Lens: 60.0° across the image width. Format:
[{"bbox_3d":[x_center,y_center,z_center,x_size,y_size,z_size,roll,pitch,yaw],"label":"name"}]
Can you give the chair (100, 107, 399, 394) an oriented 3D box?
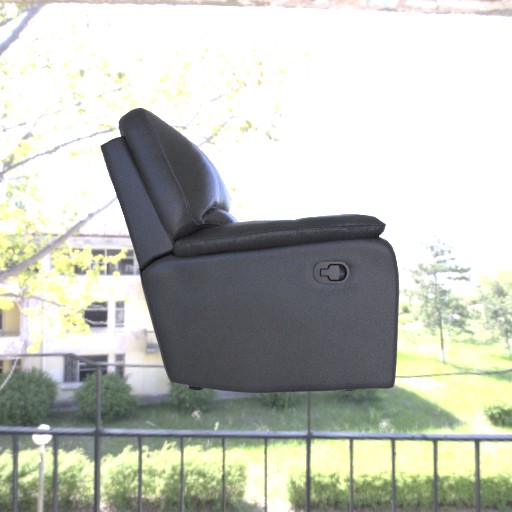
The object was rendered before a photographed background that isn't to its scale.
[{"bbox_3d":[0.000,0.000,2.038,1.087,1.109,1.096,0,-1,1],"label":"chair"}]
